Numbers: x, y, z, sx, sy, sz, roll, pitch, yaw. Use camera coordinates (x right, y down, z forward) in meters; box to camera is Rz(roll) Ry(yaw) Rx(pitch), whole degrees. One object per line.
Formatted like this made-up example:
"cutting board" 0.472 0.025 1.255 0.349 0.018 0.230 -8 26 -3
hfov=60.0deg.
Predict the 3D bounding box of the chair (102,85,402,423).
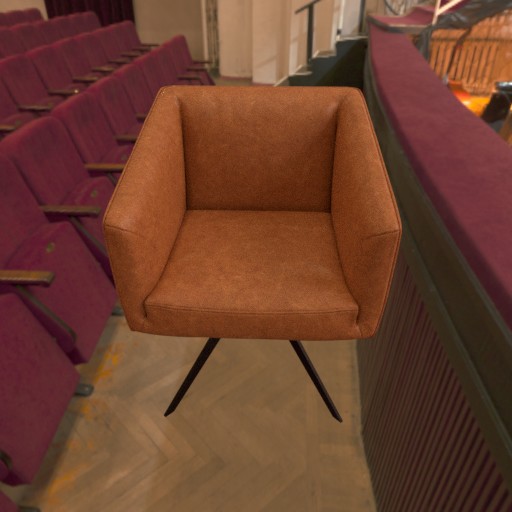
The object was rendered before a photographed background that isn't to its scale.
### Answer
"chair" 0.000 0.000 1.210 0.588 0.760 0.625 1 32 2
